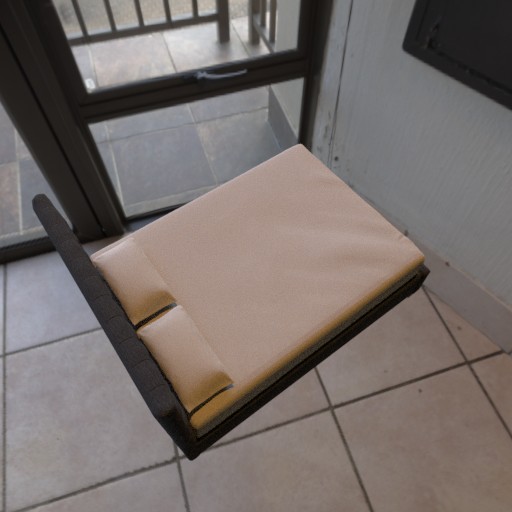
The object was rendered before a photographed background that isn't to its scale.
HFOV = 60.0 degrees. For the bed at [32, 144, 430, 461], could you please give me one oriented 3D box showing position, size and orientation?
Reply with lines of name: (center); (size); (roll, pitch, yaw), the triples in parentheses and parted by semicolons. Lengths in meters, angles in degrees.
bed: (0.000, 0.000, 3.421); (2.387, 1.427, 1.698); (-32, 63, -18)
